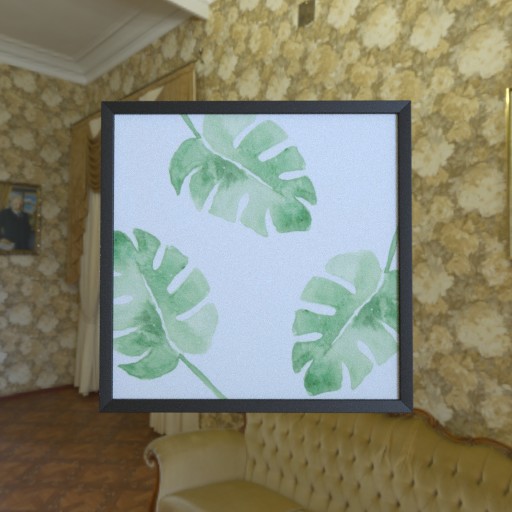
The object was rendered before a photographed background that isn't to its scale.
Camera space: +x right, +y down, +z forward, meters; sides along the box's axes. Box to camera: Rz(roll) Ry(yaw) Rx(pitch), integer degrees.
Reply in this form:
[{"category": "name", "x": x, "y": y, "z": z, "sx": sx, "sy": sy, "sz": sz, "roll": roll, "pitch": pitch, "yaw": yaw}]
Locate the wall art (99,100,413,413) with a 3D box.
[{"category": "wall art", "x": 0.000, "y": 0.000, "z": 0.450, "sx": 0.304, "sy": 0.304, "sz": 0.038, "roll": 0, "pitch": -1, "yaw": 0}]
